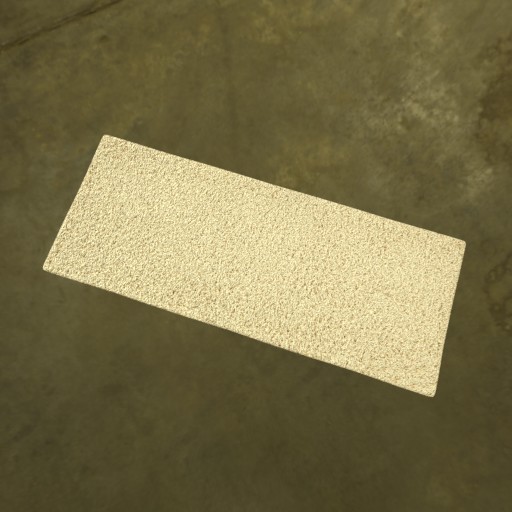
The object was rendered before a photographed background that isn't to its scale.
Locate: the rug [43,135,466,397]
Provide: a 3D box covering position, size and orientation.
[{"bbox_3d":[0.000,0.000,1.713,1.524,0.030,0.609,17,76,5],"label":"rug"}]
